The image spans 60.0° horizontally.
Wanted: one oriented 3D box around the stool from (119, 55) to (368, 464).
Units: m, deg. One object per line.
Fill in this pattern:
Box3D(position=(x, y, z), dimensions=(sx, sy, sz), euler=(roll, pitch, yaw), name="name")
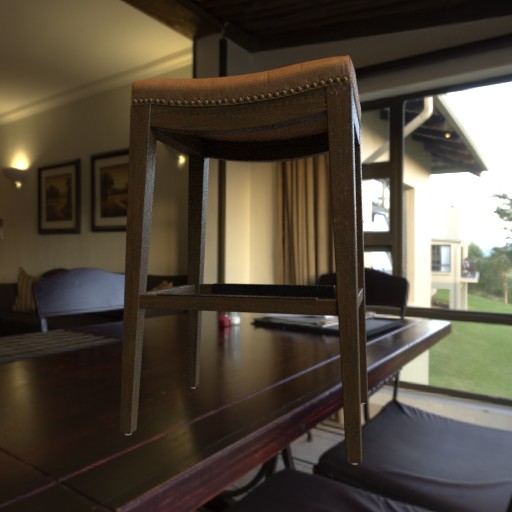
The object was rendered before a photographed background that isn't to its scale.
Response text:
Box3D(position=(0.000, 0.000, 1.041), dimensions=(0.500, 0.759, 0.361), euler=(0, 1, 16), name="stool")
